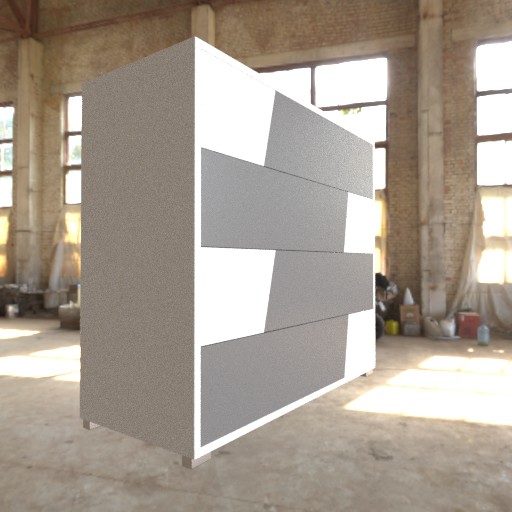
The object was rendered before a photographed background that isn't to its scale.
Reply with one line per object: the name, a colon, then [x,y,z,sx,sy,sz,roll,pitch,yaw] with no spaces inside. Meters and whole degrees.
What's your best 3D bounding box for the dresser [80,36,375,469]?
dresser: [0.000,0.000,1.595,0.460,1.000,1.100,-1,-1,36]
